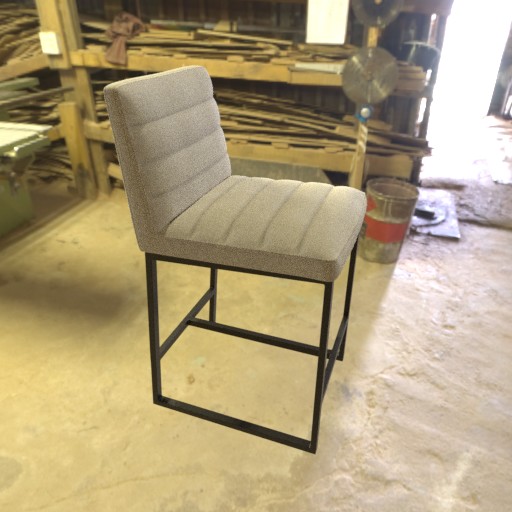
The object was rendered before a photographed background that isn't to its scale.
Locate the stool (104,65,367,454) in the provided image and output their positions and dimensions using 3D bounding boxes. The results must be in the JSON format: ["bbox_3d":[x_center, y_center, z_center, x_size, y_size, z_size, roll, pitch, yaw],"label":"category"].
[{"bbox_3d":[0.000,0.000,1.287,0.567,0.971,0.459,10,31,18],"label":"stool"}]
